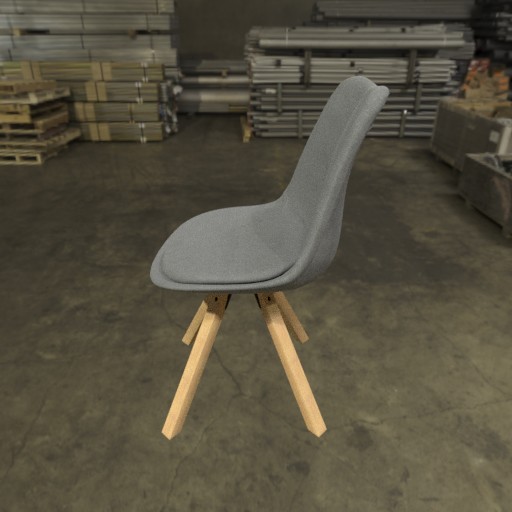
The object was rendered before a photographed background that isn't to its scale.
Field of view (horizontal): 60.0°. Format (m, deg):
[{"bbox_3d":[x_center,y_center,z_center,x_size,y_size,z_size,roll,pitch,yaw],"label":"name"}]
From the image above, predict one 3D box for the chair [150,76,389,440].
[{"bbox_3d":[0.000,0.000,1.170,0.549,0.863,0.474,0,27,0],"label":"chair"}]
